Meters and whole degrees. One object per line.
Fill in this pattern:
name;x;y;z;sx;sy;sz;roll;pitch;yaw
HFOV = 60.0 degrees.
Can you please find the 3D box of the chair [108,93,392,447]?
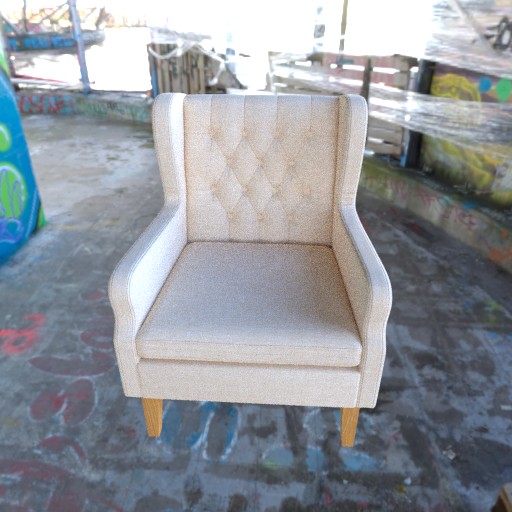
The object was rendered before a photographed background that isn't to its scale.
chair;0.000;0.000;1.442;0.710;0.930;0.760;2;30;3
